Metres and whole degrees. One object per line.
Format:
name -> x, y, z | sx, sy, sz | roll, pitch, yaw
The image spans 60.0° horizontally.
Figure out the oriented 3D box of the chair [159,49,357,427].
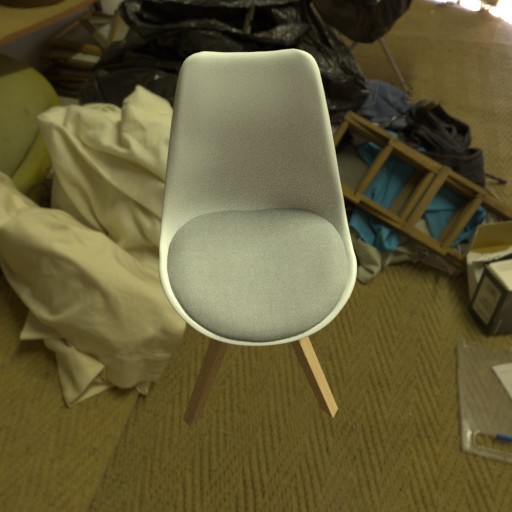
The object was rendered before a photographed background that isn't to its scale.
chair -> 0.000, 0.000, 1.158 | 0.485, 0.850, 0.550 | -3, 46, -3
